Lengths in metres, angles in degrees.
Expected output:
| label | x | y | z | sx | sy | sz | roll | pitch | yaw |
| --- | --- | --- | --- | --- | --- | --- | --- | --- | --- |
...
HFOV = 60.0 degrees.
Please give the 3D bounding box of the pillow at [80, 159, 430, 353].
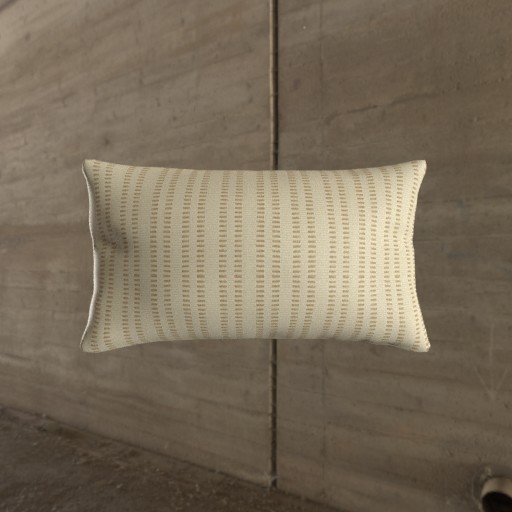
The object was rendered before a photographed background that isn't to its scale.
| label | x | y | z | sx | sy | sz | roll | pitch | yaw |
| --- | --- | --- | --- | --- | --- | --- | --- | --- | --- |
| pillow | 0.000 | 0.000 | 0.803 | 0.640 | 0.353 | 0.210 | 0 | -1 | -1 |
